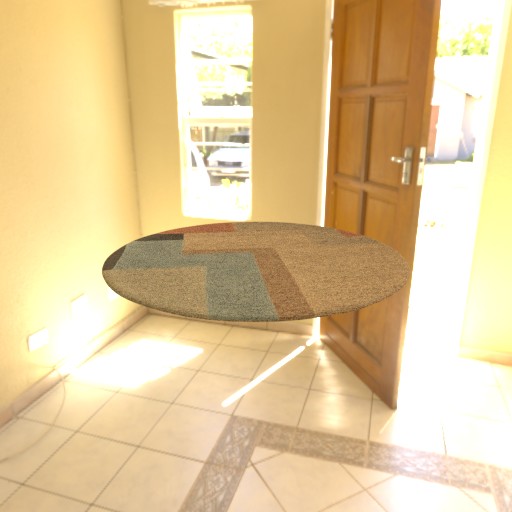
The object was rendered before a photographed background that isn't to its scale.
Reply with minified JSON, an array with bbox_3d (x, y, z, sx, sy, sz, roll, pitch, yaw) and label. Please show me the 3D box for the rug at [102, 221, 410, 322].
[{"bbox_3d":[0.000,0.000,3.732,2.461,0.033,2.461,0,18,0],"label":"rug"}]
